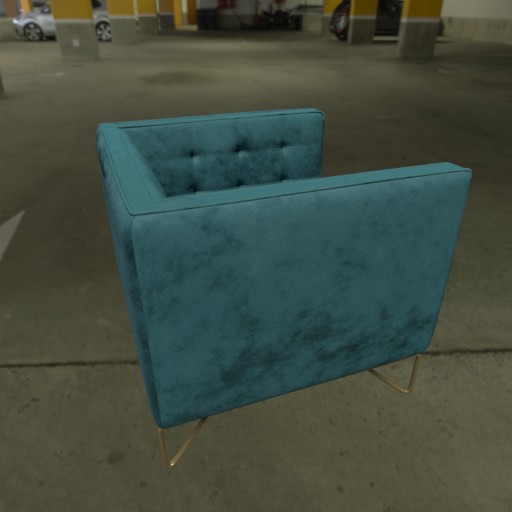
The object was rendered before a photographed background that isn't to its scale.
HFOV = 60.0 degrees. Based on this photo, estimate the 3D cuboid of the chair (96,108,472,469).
[{"bbox_3d":[0.000,0.000,1.516,0.894,0.790,0.880,-11,31,-18],"label":"chair"}]
